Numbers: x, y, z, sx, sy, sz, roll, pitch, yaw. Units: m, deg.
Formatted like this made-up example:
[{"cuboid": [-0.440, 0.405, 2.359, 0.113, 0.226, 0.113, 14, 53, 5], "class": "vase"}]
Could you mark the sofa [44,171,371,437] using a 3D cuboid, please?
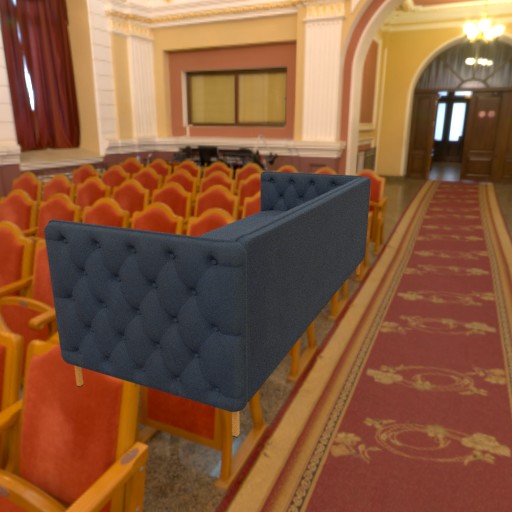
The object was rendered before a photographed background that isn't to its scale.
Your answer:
[{"cuboid": [0.000, 0.000, 2.619, 0.895, 0.771, 2.209, 8, 18, 24], "class": "sofa"}]
